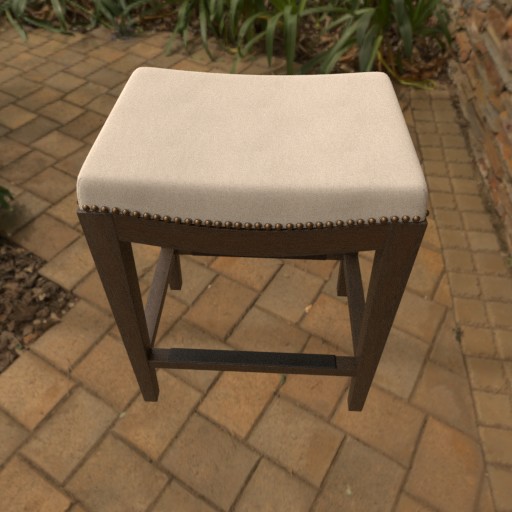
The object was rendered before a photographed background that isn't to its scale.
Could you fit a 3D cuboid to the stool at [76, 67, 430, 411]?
[{"bbox_3d":[0.000,0.000,0.913,0.500,0.642,0.361,2,47,2],"label":"stool"}]
